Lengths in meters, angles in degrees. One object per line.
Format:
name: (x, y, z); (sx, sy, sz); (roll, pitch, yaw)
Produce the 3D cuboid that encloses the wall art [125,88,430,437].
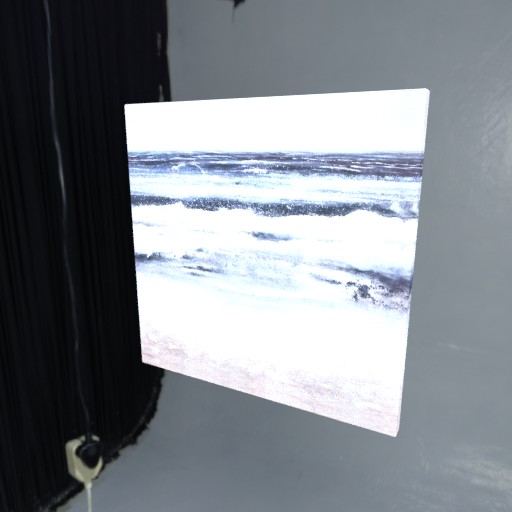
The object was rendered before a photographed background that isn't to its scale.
wall art: (0.000, 0.000, 1.114); (0.755, 0.747, 0.065); (8, 16, 27)
